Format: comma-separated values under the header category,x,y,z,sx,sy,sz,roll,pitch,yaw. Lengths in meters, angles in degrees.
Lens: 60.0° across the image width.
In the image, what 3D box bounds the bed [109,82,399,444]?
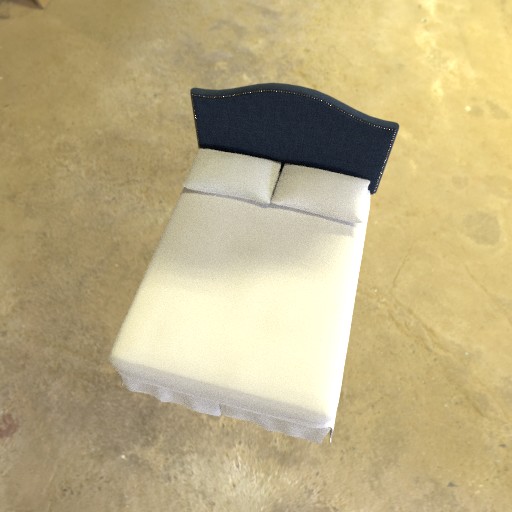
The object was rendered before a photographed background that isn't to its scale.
category,x,y,z,sx,sy,sz,roll,pitch,yaw
bed,0.000,0.000,3.372,1.713,1.518,2.153,13,59,8
